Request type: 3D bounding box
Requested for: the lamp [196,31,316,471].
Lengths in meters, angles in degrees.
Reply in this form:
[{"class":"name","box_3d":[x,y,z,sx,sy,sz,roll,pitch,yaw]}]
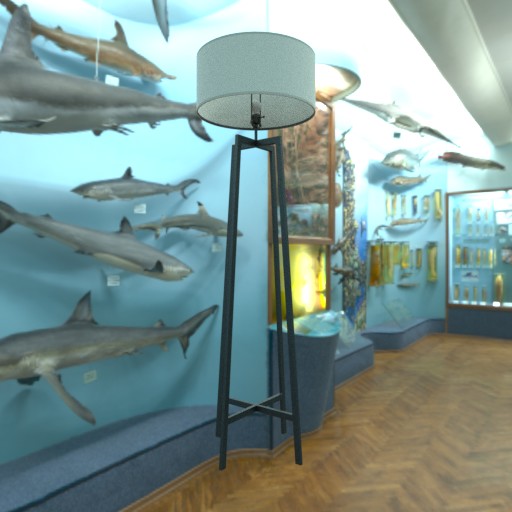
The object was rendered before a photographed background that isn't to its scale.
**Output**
[{"class":"lamp","box_3d":[0.000,0.000,1.721,0.456,1.510,0.457,0,1,37]}]
